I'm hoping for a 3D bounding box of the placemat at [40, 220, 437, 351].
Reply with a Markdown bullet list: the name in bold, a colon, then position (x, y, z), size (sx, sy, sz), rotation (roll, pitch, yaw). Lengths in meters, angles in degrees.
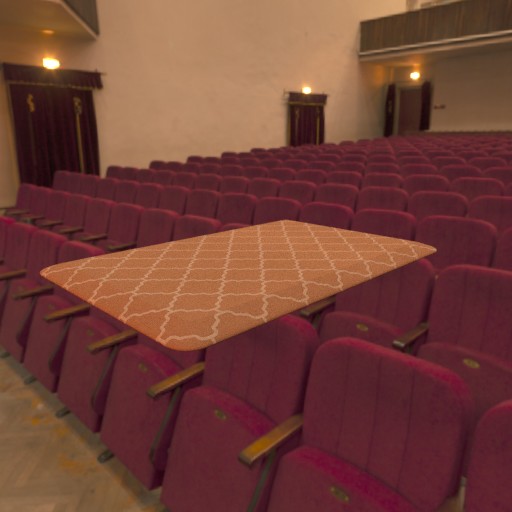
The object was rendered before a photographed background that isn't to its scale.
- **placemat**: position (0.000, 0.000, 0.980), size (0.762, 0.021, 0.508), rotation (-15, 21, -43)
